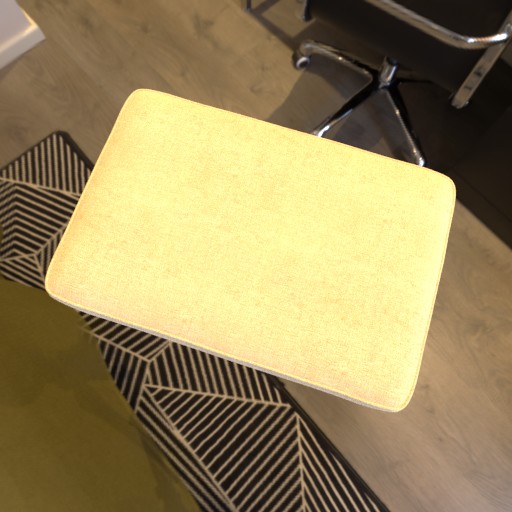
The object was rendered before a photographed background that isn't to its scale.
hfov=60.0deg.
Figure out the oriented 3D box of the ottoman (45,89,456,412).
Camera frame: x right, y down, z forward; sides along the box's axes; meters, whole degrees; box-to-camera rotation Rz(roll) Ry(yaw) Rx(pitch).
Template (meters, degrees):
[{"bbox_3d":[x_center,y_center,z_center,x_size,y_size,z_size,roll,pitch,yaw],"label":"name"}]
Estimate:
[{"bbox_3d":[0.000,0.000,1.224,0.862,0.484,0.583,17,76,5],"label":"ottoman"}]
